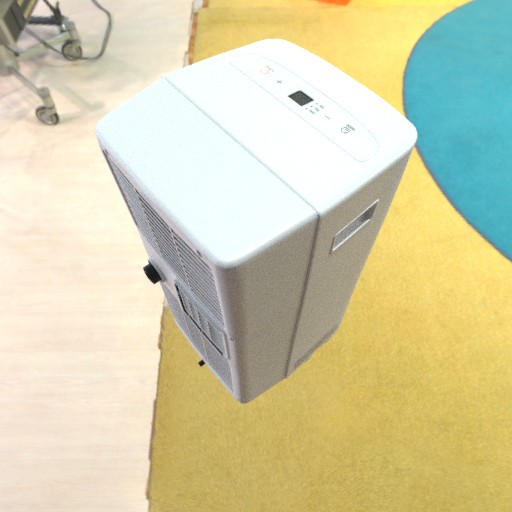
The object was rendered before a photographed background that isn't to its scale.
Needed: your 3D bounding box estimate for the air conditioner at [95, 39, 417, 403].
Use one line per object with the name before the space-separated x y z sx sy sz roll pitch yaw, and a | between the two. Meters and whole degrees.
air conditioner | 0.000 0.000 0.794 0.349 0.606 0.304 -35 64 -20
